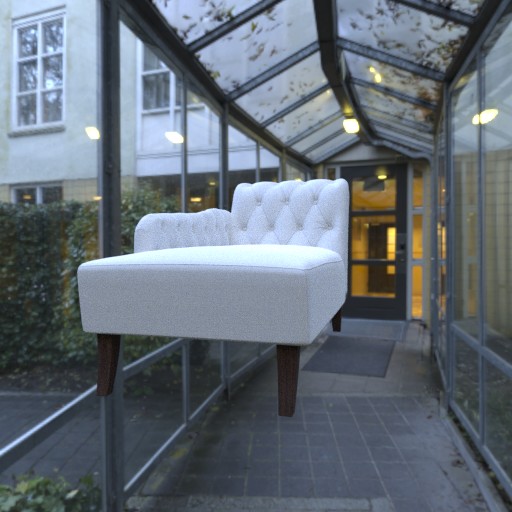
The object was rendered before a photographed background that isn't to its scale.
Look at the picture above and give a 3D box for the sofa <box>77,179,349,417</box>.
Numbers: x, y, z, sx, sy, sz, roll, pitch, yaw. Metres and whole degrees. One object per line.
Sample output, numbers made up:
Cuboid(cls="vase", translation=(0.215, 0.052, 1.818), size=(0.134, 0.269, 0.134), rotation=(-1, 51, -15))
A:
Cuboid(cls="sofa", translation=(0.000, 0.000, 1.821), size=(0.675, 0.787, 1.379), rotation=(0, 1, 17))
